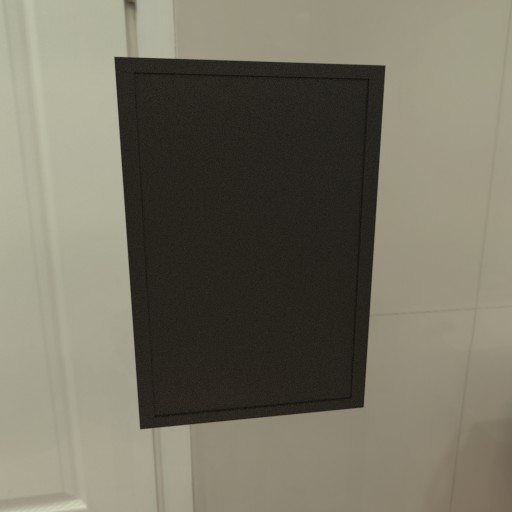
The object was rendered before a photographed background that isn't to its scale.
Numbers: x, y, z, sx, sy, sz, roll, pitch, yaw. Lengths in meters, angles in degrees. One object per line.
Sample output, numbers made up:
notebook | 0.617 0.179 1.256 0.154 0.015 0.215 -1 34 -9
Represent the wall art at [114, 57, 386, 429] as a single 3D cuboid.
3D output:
wall art | 0.000 0.000 0.811 0.451 0.661 0.012 -2 14 -9
